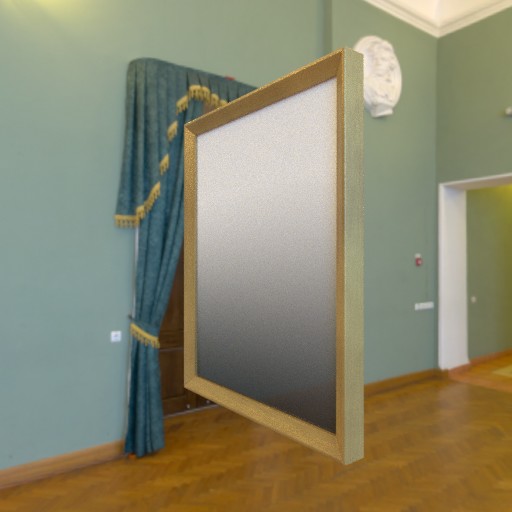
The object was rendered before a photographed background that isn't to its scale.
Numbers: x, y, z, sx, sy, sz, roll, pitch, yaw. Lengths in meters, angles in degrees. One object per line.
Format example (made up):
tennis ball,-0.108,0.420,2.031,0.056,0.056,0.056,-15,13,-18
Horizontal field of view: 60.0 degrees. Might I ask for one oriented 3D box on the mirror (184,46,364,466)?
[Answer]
mirror,0.000,0.000,0.710,0.041,0.509,0.406,0,0,-38
